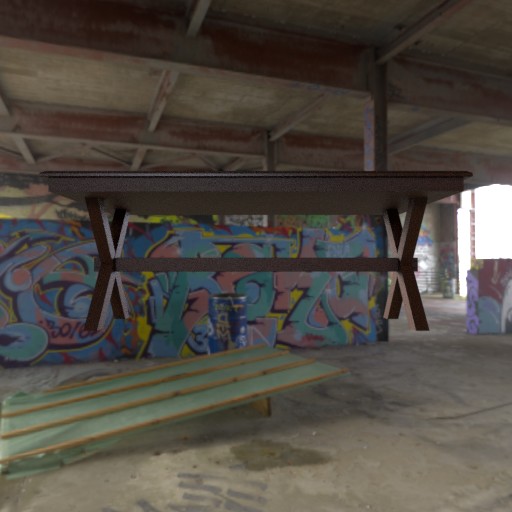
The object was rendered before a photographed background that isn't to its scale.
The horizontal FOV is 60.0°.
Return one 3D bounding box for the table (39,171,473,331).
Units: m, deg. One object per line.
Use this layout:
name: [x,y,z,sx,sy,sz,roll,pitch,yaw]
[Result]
table: [0.000,0.000,1.516,1.197,0.459,0.594,0,-1,0]
